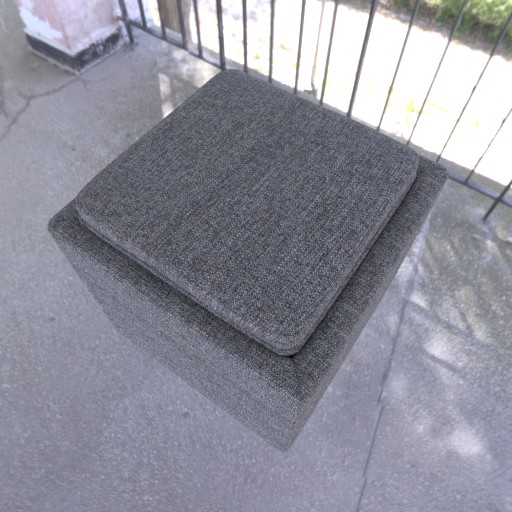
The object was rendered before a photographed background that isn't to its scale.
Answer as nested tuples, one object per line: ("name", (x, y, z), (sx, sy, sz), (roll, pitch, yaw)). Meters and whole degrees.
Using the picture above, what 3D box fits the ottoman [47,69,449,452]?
("ottoman", (0.000, 0.000, 0.815), (0.450, 0.460, 0.450), (31, 63, 18))
